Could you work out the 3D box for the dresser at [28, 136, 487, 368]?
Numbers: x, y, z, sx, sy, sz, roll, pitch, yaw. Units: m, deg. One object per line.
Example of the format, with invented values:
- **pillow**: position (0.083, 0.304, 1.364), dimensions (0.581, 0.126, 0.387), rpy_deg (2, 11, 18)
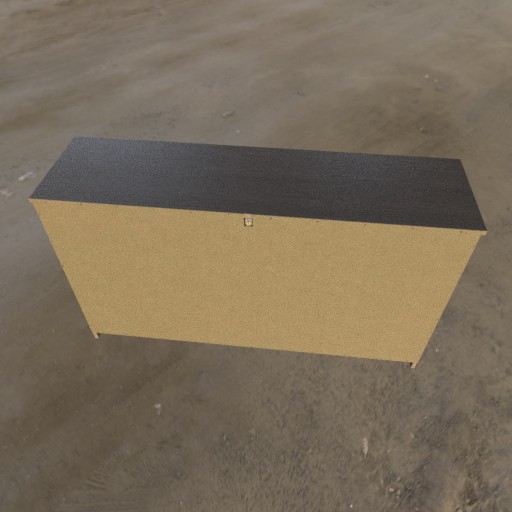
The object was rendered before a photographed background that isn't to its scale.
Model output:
- **dresser**: position (0.000, 0.000, 1.712), dimensions (1.360, 0.755, 0.401), rpy_deg (4, 46, 4)
